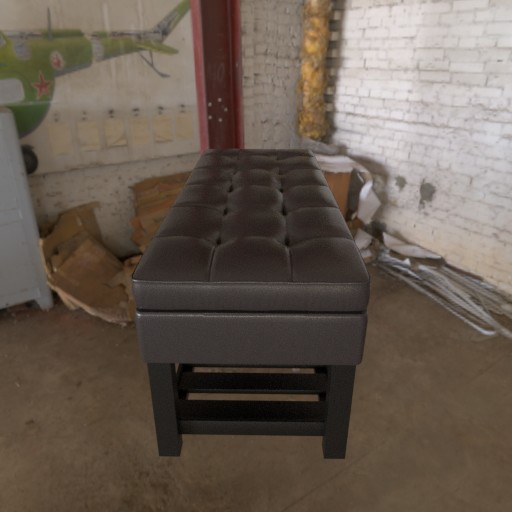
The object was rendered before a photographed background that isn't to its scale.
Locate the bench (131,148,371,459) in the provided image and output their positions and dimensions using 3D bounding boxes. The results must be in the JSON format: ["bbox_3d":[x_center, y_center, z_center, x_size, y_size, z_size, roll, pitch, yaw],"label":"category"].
[{"bbox_3d":[0.000,0.000,1.349,0.432,0.460,1.105,0,25,1],"label":"bench"}]
